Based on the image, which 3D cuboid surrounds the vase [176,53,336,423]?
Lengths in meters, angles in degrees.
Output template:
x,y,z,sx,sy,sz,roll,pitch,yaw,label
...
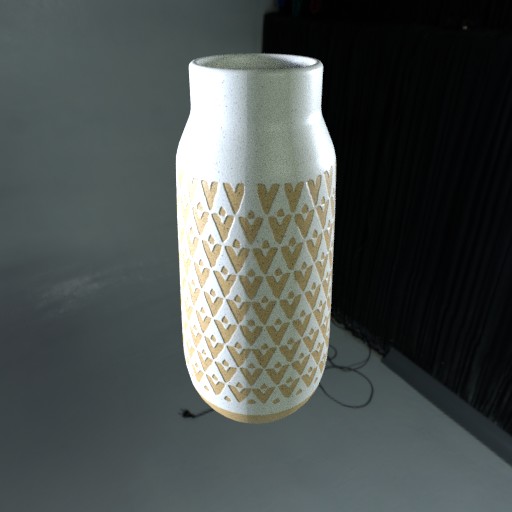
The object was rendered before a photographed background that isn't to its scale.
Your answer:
x,y,z,sx,sy,sz,roll,pitch,yaw,label
0.000,0.000,0.378,0.137,0.307,0.137,0,31,0,vase
